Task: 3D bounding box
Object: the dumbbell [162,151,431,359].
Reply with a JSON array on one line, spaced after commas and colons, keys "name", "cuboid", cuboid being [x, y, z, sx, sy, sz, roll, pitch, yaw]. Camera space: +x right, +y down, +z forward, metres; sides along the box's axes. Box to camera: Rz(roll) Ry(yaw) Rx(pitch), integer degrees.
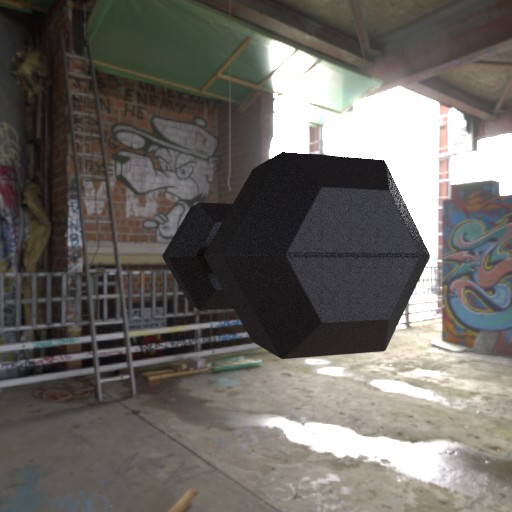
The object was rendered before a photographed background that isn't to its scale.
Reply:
[{"name": "dumbbell", "cuboid": [0.000, 0.000, 0.346, 0.116, 0.101, 0.297, 0, 0, -18]}]
